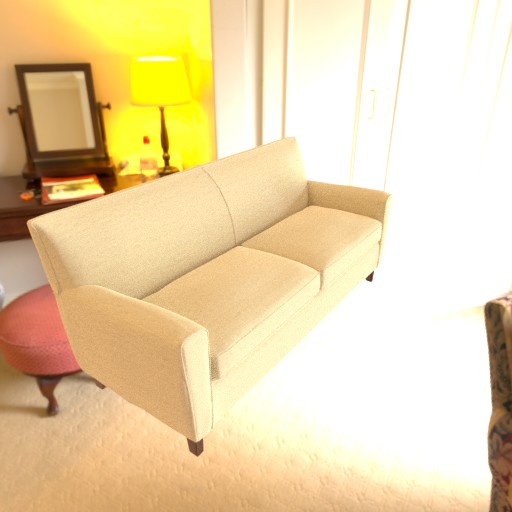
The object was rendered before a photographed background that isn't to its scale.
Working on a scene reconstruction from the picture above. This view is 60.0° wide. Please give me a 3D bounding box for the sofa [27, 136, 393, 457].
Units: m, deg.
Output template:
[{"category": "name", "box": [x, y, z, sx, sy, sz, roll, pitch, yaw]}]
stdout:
[{"category": "sofa", "box": [0.000, 0.000, 2.470, 0.841, 0.907, 2.001, 18, 32, 32]}]
